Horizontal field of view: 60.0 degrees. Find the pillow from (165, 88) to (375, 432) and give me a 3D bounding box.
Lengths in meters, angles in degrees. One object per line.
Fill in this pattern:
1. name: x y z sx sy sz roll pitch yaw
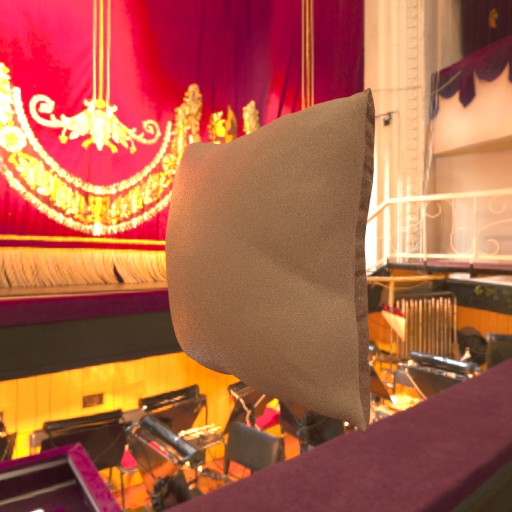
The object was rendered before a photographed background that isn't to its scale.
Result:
1. pillow: 0.000 0.000 0.740 0.245 0.448 0.450 -1 2 -38
